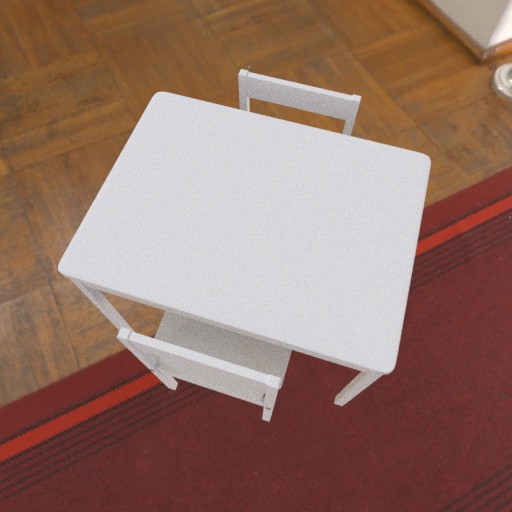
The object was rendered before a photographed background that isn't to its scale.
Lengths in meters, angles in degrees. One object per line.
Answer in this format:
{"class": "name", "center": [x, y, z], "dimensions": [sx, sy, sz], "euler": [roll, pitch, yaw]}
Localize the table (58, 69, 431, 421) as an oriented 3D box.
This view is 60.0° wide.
{"class": "table", "center": [0.000, 0.000, 1.097], "dimensions": [0.650, 0.503, 0.672], "euler": [16, 65, 8]}
